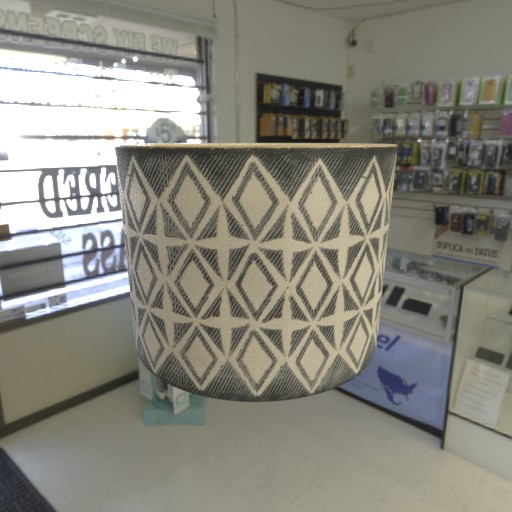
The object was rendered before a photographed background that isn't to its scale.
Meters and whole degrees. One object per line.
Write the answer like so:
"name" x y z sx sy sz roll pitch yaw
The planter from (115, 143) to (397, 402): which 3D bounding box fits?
"planter" 0.000 0.000 0.336 0.192 0.165 0.192 0 15 0
